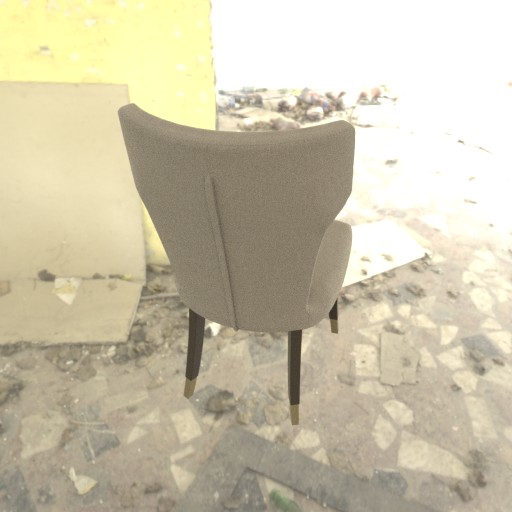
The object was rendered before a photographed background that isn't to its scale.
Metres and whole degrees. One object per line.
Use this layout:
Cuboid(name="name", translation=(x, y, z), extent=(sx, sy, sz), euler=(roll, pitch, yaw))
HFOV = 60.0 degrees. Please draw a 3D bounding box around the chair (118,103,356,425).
Cuboid(name="chair", translation=(0.000, 0.000, 1.311), extent=(0.526, 0.950, 0.630), euler=(9, 35, 13))
